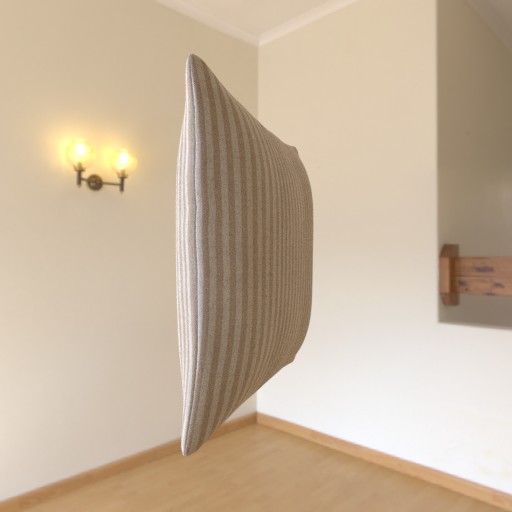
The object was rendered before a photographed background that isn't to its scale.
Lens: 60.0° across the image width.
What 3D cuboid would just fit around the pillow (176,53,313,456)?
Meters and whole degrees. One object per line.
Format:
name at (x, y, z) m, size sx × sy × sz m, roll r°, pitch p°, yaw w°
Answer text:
pillow at (0.000, 0.000, 0.803) m, size 0.166 × 0.510 × 0.523 m, roll 0°, pitch 0°, yaw 19°
